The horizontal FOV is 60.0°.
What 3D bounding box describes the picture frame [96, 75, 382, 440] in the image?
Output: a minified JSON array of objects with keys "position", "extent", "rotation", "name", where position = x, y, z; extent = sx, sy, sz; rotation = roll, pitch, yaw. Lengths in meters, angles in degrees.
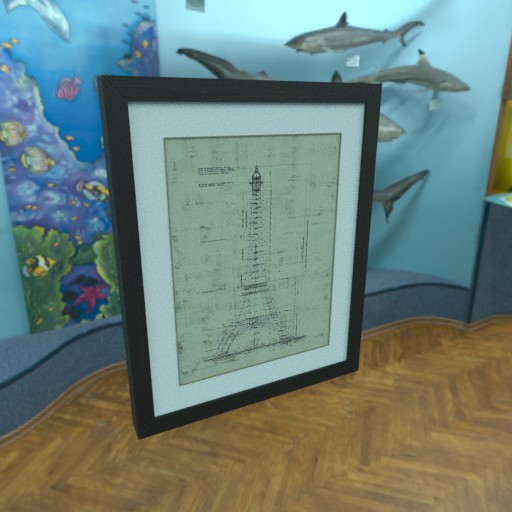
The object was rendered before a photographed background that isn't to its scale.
[{"position":[0.000,0.000,0.754],"extent":[0.452,0.555,0.044],"rotation":[-9,20,-25],"name":"picture frame"}]
